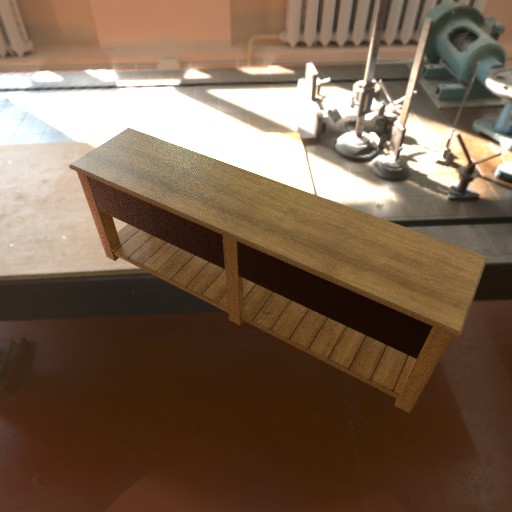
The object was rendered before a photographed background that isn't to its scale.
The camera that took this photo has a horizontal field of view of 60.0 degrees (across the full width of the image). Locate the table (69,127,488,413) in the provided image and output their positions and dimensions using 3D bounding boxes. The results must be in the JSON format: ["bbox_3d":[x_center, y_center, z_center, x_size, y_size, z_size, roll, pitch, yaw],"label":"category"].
[{"bbox_3d":[0.000,0.000,2.114,1.815,0.635,0.425,24,50,21],"label":"table"}]
